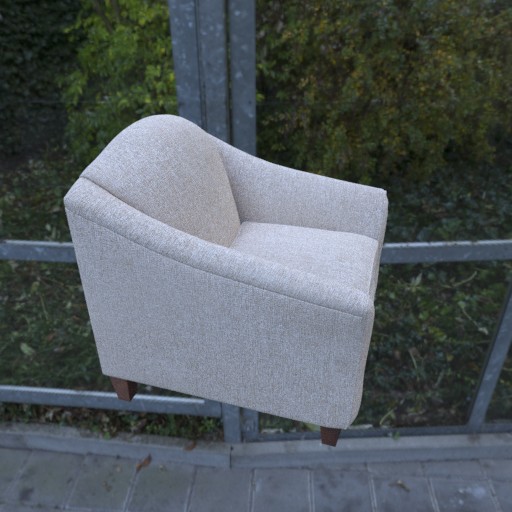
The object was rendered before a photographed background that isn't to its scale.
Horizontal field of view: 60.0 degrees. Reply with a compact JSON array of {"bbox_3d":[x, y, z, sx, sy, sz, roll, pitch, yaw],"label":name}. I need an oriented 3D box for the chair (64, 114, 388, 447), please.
[{"bbox_3d":[0.000,0.000,1.449,0.787,0.839,0.763,9,30,15],"label":"chair"}]
